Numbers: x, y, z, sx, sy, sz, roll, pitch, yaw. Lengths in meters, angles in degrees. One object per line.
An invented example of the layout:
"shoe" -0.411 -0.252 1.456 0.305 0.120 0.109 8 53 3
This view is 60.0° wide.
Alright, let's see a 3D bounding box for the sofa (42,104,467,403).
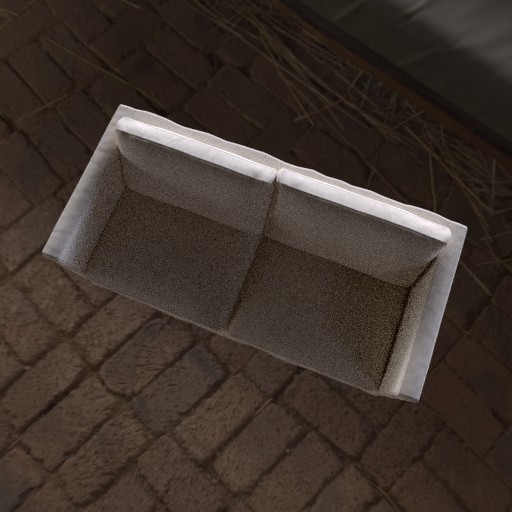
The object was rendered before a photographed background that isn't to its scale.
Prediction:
"sofa" 0.000 0.000 2.511 1.987 0.870 0.940 21 77 5
